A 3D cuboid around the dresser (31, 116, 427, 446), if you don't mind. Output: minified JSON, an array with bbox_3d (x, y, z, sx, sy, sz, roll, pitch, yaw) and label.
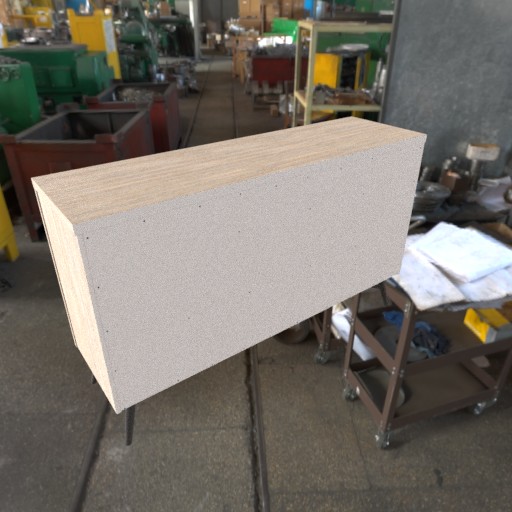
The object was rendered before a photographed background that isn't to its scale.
[{"bbox_3d":[0.000,0.000,1.928,1.524,0.914,0.457,-20,35,-31],"label":"dresser"}]
